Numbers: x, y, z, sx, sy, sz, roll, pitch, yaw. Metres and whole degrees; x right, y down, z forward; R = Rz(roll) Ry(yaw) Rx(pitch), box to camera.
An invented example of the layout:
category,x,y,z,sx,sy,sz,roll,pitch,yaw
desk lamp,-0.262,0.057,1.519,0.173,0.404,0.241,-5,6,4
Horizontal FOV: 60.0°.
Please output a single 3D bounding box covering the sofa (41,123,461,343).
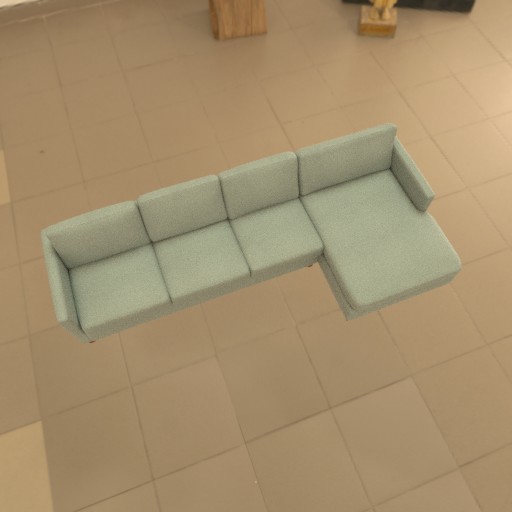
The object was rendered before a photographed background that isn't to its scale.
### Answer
category,x,y,z,sx,sy,sz,roll,pitch,yaw
sofa,0.000,0.000,4.042,3.471,0.950,1.604,-19,65,-9
